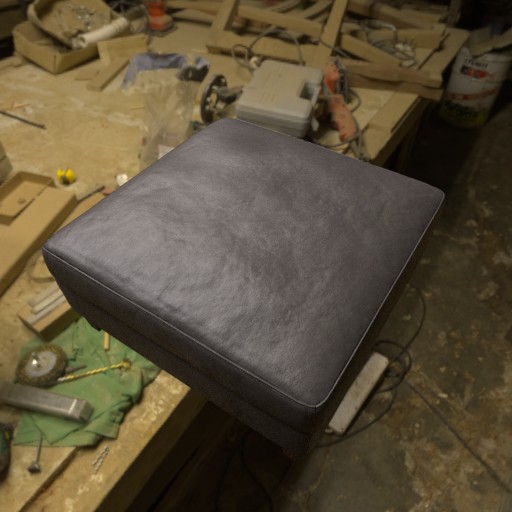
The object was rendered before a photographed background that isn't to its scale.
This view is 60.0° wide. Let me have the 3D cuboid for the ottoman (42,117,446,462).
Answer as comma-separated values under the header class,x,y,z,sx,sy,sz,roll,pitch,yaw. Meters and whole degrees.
class,x,y,z,sx,sy,sz,roll,pitch,yaw
ottoman,0.000,0.000,1.322,0.836,0.415,0.844,25,51,22
